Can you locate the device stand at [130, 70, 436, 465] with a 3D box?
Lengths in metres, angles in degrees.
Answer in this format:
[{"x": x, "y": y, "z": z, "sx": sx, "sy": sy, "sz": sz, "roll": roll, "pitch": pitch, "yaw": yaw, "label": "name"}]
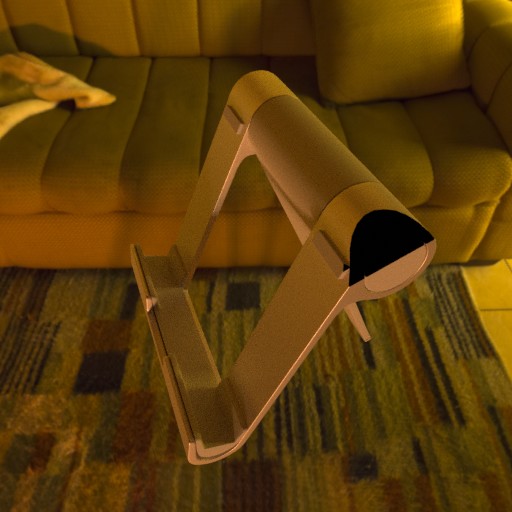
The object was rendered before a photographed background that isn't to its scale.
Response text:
[{"x": 0.000, "y": 0.000, "z": 0.148, "sx": 0.079, "sy": 0.084, "sz": 0.086, "roll": -16, "pitch": 49, "yaw": -15, "label": "device stand"}]
